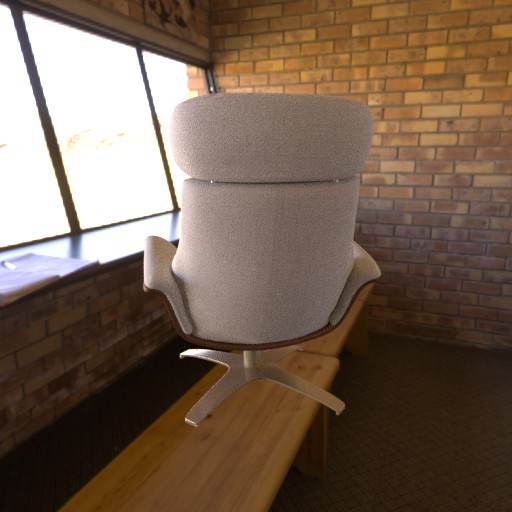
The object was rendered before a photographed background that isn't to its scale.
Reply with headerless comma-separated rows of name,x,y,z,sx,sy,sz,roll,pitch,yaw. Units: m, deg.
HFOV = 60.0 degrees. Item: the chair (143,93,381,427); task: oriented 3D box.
chair,0.000,0.000,1.551,0.785,0.995,0.837,-2,14,-9
